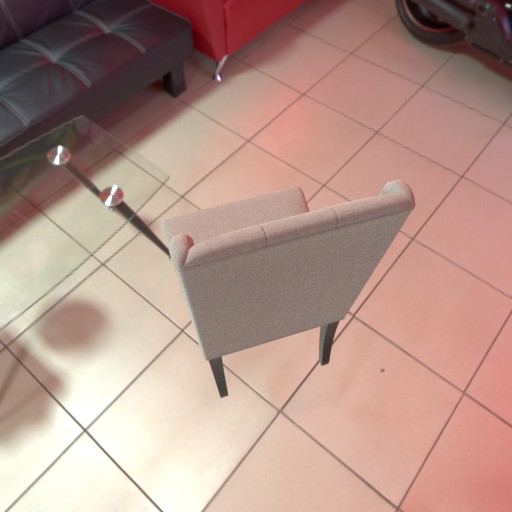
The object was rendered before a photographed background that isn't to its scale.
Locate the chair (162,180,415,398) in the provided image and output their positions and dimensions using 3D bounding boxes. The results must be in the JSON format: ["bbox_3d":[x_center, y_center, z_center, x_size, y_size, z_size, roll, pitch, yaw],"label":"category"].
[{"bbox_3d":[0.000,0.000,1.262,0.474,0.961,0.523,-15,59,-9],"label":"chair"}]
